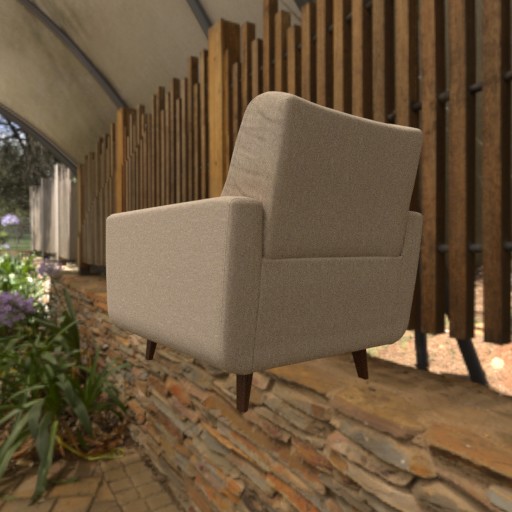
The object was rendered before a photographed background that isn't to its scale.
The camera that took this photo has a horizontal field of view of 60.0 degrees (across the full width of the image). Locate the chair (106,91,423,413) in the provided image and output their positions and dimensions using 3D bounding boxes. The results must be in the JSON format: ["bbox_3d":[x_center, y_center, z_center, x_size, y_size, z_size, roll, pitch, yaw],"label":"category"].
[{"bbox_3d":[0.000,0.000,1.817,0.897,0.965,1.128,-1,1,-37],"label":"chair"}]
